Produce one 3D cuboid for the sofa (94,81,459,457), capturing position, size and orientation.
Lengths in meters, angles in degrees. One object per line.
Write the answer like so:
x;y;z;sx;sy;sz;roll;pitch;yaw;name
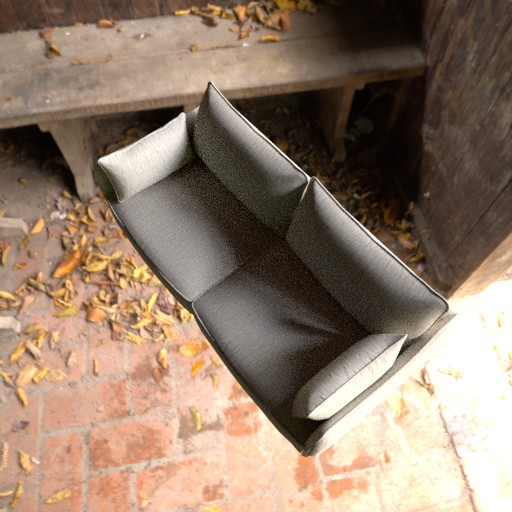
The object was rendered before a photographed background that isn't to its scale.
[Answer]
0.000;0.000;2.498;0.991;0.860;1.989;-35;67;-18;sofa
